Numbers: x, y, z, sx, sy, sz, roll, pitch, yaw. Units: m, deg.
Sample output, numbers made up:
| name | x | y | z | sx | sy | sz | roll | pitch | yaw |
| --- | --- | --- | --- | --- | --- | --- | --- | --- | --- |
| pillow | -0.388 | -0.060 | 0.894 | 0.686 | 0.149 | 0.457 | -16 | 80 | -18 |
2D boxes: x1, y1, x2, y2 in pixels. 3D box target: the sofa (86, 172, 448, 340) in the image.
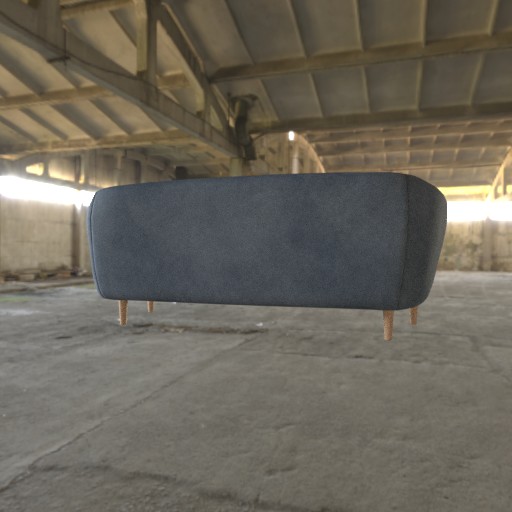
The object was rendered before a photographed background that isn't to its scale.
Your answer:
| name | x | y | z | sx | sy | sz | roll | pitch | yaw |
| --- | --- | --- | --- | --- | --- | --- | --- | --- | --- |
| sofa | 0.000 | 0.000 | 2.540 | 2.095 | 0.795 | 0.849 | 0 | 1 | 18 |
